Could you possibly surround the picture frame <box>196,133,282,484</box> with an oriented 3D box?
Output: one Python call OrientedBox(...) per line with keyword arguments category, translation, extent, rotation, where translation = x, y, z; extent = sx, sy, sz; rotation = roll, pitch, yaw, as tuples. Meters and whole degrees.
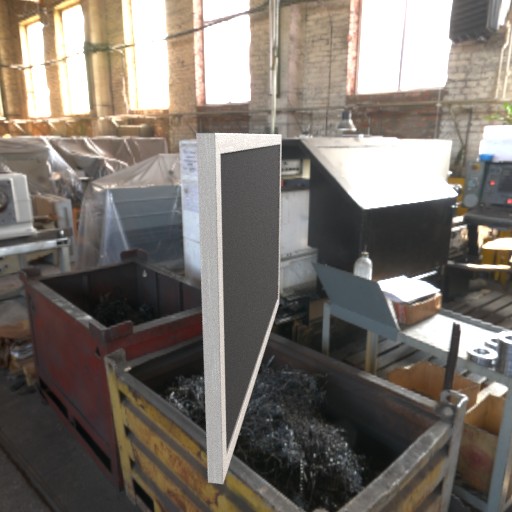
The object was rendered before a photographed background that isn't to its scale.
OrientedBox(category="picture frame", translation=(0.000, 0.000, 1.209), extent=(0.029, 0.640, 0.950), rotation=(2, 15, 9))
